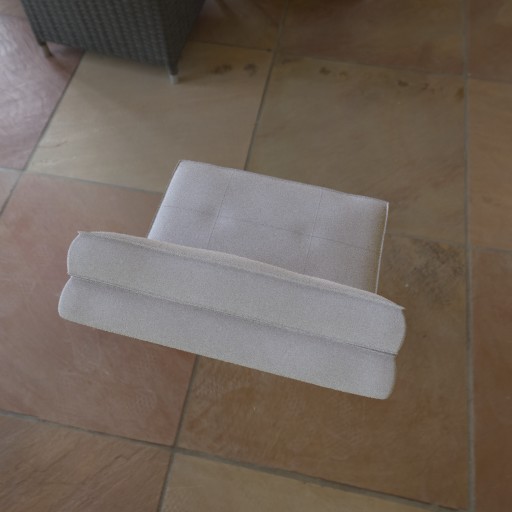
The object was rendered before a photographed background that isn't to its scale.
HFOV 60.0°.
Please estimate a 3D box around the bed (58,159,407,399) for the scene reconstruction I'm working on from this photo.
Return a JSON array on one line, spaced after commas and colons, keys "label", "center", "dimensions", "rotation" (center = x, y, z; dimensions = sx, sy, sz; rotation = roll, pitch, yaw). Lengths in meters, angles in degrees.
[{"label": "bed", "center": [0.000, 0.000, 1.348], "dimensions": [0.799, 0.614, 0.749], "rotation": [13, 65, 6]}]
